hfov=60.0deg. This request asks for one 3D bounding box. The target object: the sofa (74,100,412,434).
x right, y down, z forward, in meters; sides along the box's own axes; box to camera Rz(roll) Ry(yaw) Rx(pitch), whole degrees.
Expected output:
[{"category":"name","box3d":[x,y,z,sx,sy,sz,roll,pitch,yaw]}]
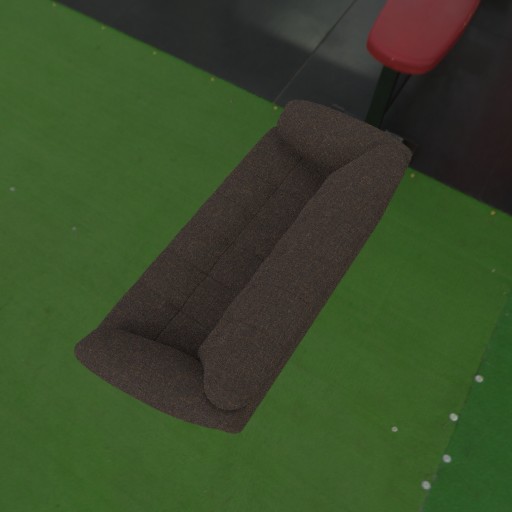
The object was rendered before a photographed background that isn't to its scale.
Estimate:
[{"category":"sofa","box3d":[0.000,0.000,2.335,0.887,0.790,1.849,32,68,14]}]
